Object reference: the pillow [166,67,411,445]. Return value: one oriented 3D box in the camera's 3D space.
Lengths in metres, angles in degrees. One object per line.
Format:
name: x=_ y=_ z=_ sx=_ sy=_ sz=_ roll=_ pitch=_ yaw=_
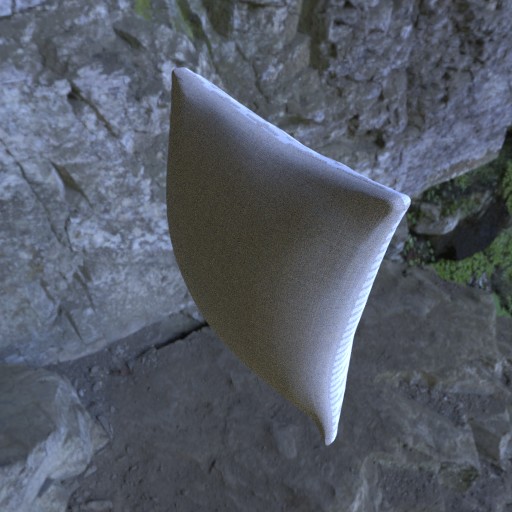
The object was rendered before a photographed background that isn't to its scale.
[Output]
pillow: x=0.000 y=0.000 z=0.757 sx=0.219 sy=0.491 sz=0.496 roll=-25 pitch=47 yaw=-26
